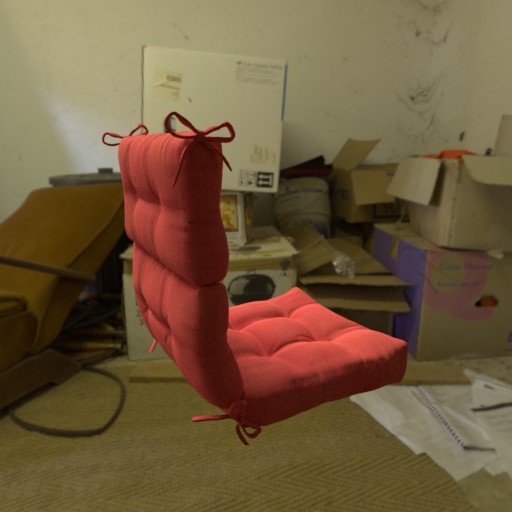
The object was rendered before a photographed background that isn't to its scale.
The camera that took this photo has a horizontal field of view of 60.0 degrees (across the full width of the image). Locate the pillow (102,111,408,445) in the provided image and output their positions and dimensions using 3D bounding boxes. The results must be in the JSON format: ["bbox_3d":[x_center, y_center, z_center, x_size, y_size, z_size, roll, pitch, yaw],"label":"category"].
[{"bbox_3d":[0.000,0.000,1.041,0.571,0.605,0.519,-8,16,-28],"label":"pillow"}]
